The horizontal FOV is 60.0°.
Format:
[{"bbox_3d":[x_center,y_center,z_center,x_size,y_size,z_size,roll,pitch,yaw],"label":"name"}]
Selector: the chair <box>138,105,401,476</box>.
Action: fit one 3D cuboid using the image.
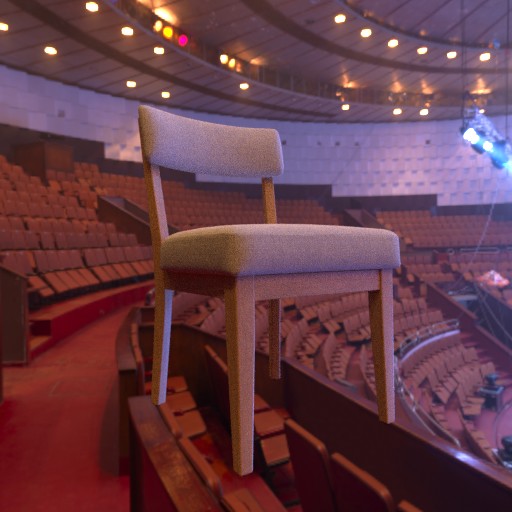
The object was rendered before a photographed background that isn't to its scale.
[{"bbox_3d":[0.000,0.000,1.185,0.508,0.832,0.572,-1,2,-35],"label":"chair"}]
